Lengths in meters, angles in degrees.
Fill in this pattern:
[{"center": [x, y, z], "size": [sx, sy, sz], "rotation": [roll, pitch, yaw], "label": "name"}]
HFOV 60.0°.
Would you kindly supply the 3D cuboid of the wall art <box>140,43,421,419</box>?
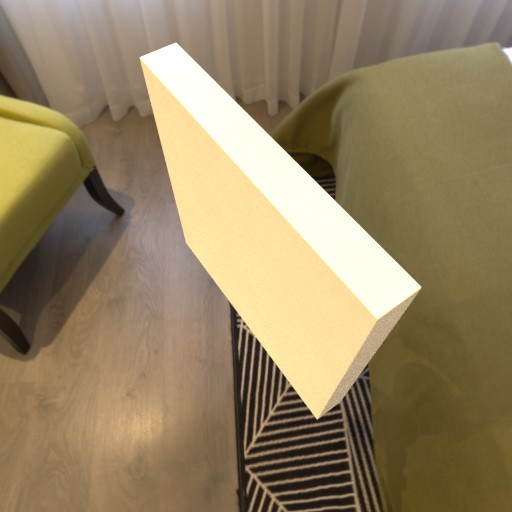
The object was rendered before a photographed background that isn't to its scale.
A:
[{"center": [0.000, 0.000, 0.465], "size": [0.038, 0.305, 0.305], "rotation": [-31, 64, -17], "label": "wall art"}]
